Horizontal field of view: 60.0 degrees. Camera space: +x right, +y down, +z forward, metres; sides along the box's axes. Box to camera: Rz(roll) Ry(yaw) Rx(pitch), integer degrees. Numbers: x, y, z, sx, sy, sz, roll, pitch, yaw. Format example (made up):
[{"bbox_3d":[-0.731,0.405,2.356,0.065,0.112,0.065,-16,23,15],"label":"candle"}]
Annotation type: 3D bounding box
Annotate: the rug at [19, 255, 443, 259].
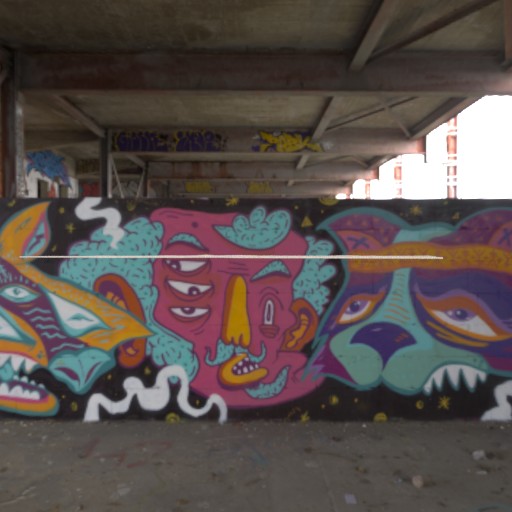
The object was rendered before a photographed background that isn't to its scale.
[{"bbox_3d":[0.000,0.000,4.082,3.051,0.021,2.448,0,0,20],"label":"rug"}]
